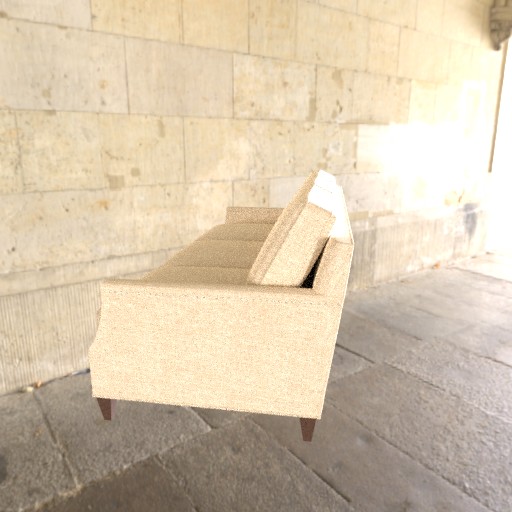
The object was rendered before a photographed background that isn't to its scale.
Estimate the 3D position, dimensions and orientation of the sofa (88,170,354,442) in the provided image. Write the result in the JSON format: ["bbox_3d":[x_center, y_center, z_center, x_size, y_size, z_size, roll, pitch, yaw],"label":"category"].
[{"bbox_3d":[0.000,0.000,2.721,1.041,0.940,2.210,2,14,9],"label":"sofa"}]
